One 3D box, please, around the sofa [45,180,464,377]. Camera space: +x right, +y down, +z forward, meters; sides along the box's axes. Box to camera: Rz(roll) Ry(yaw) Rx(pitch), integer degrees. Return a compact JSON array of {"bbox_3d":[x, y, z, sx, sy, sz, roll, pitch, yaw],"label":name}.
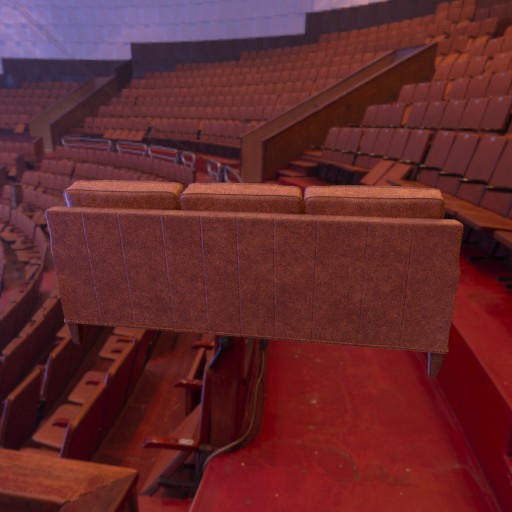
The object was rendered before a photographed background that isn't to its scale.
[{"bbox_3d":[0.000,0.000,2.832,2.246,1.003,1.084,3,16,10],"label":"sofa"}]
